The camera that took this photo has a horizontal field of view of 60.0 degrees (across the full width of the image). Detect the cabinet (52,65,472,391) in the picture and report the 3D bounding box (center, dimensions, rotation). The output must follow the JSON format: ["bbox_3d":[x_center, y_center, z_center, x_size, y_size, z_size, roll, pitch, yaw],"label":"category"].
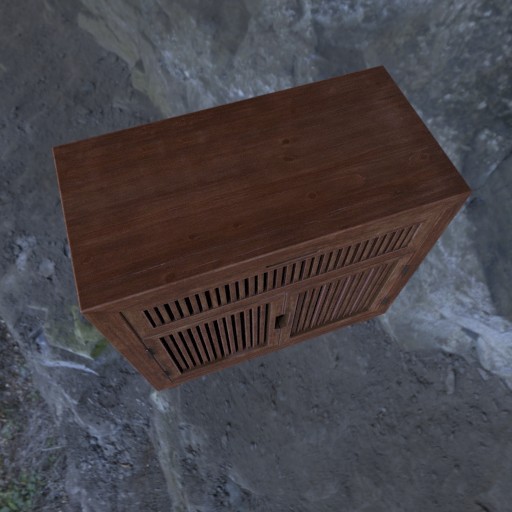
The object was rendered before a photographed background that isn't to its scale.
[{"bbox_3d":[0.000,0.000,1.276,0.796,0.785,0.412,-17,63,-9],"label":"cabinet"}]
